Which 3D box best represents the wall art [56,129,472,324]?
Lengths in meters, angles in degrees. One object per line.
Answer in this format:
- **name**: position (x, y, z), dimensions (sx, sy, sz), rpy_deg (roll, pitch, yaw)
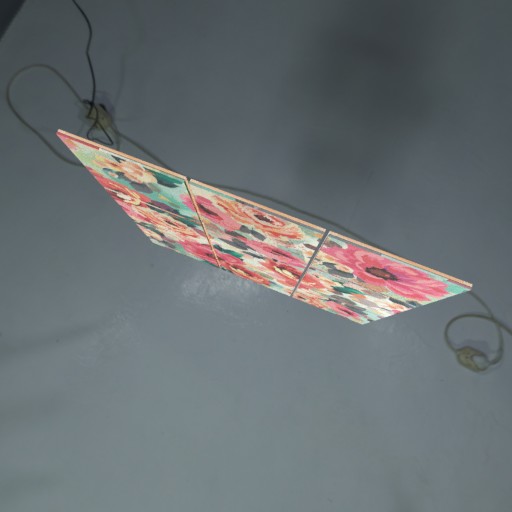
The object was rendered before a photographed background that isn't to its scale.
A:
- **wall art**: position (0.000, 0.000, 1.351), dimensions (0.911, 0.910, 0.012), rpy_deg (21, 78, 5)
